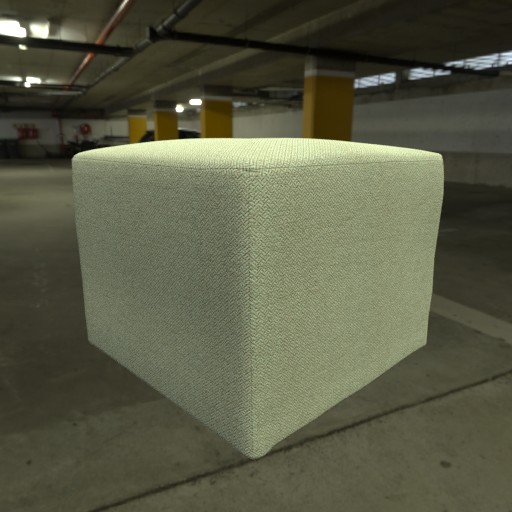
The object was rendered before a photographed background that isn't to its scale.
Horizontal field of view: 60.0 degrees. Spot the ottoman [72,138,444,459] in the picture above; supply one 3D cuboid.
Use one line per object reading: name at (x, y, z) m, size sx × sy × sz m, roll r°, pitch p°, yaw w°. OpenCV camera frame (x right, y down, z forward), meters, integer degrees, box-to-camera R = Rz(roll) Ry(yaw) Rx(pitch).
ottoman at (0.000, 0.000, 0.881) m, size 0.512 × 0.453 × 0.521 m, roll -14°, pitch 20°, yaw -42°
